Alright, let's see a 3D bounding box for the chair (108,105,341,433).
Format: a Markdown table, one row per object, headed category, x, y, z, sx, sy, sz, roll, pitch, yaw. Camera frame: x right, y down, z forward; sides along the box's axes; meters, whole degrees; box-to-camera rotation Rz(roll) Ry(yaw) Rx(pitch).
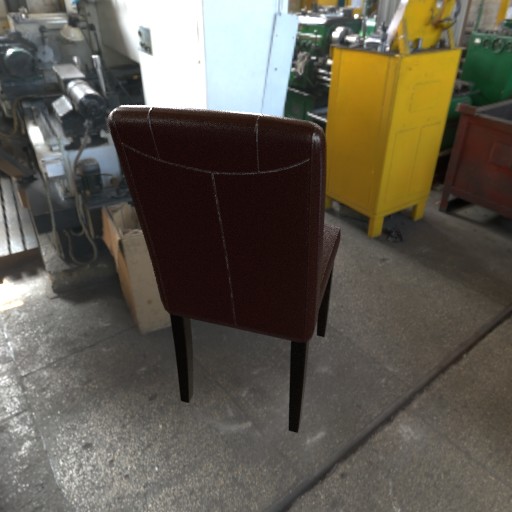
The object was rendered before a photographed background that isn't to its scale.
| category | x | y | z | sx | sy | sz | roll | pitch | yaw |
| --- | --- | --- | --- | --- | --- | --- | --- | --- | --- |
| chair | 0.000 | 0.000 | 1.196 | 0.399 | 0.897 | 0.556 | 10 | 34 | 15 |
